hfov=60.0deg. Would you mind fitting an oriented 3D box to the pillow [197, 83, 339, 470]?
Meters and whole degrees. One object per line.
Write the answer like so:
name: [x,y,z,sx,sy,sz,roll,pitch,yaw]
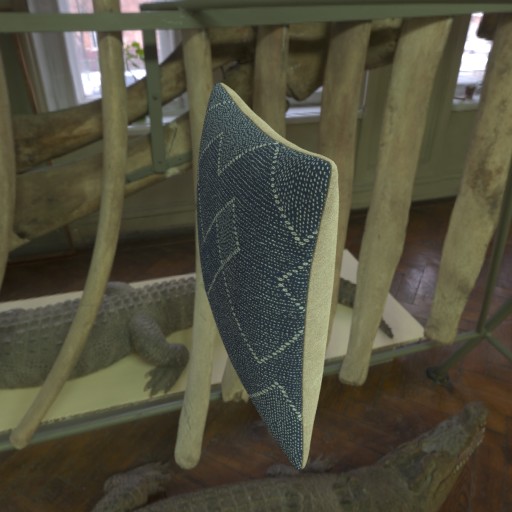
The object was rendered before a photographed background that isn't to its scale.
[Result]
pillow: [0.000,0.000,0.669,0.148,0.428,0.435,-9,32,-15]
